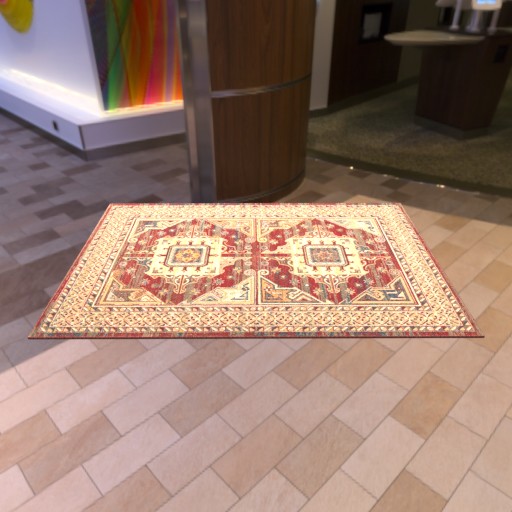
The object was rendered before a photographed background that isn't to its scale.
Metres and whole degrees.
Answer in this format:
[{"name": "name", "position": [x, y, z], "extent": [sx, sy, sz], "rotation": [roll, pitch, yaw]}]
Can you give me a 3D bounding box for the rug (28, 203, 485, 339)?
[{"name": "rug", "position": [0.000, 0.000, 5.715], "extent": [4.578, 0.033, 3.033], "rotation": [0, 33, 0]}]
